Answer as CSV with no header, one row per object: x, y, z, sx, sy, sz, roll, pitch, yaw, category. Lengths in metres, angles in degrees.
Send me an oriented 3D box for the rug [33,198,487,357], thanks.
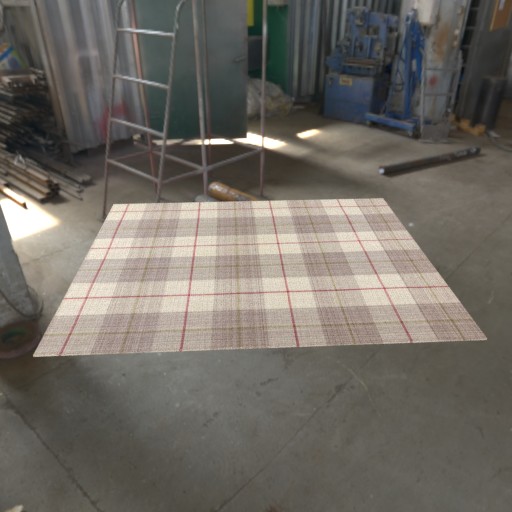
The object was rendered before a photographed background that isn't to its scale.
0.000,0.000,3.876,2.959,0.016,2.317,-2,31,-3,rug
